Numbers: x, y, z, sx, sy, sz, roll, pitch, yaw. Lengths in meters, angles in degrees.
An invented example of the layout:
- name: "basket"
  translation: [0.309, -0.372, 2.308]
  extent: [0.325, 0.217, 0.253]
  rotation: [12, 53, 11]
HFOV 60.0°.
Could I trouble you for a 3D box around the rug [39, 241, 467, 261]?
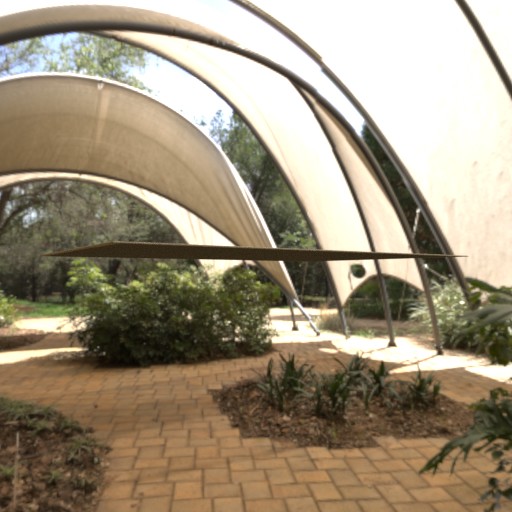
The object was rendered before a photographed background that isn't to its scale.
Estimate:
- name: "rug"
  translation: [0.000, 0.000, 2.828]
  extent: [2.289, 0.006, 1.523]
  rotation: [2, -3, -35]
